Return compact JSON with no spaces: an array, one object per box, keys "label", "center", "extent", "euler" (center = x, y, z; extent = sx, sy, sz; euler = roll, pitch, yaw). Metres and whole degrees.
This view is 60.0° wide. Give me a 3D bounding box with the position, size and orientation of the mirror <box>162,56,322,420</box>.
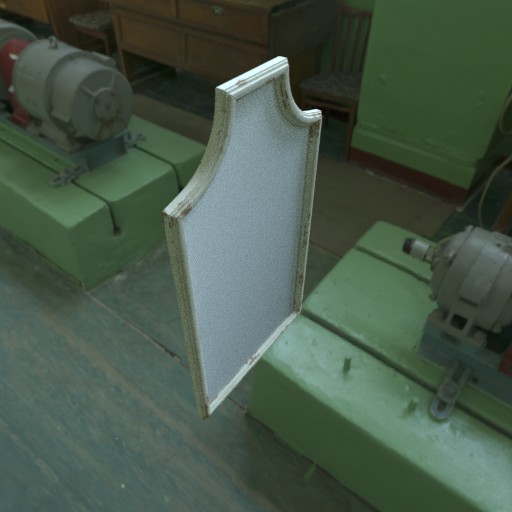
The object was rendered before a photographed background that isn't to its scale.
[{"label":"mirror","center":[0.000,0.000,0.877],"extent":[0.022,0.717,0.403],"euler":[27,50,26]}]
